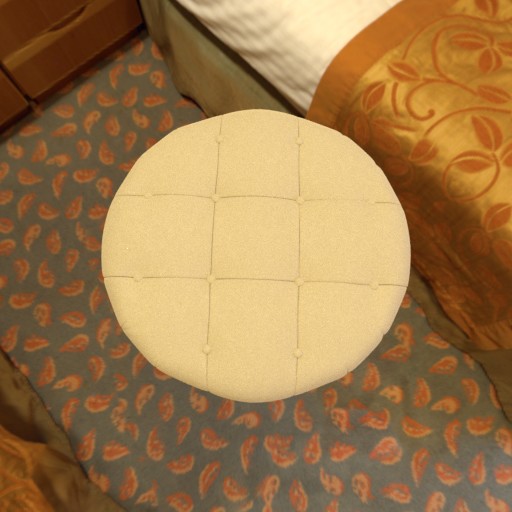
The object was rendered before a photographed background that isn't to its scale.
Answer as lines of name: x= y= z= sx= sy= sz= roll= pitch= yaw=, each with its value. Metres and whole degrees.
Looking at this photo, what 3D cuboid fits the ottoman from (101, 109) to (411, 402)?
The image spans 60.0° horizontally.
ottoman: x=0.000 y=0.000 z=1.442 sx=0.901 sy=0.439 sz=0.901 roll=0 pitch=75 yaw=0
